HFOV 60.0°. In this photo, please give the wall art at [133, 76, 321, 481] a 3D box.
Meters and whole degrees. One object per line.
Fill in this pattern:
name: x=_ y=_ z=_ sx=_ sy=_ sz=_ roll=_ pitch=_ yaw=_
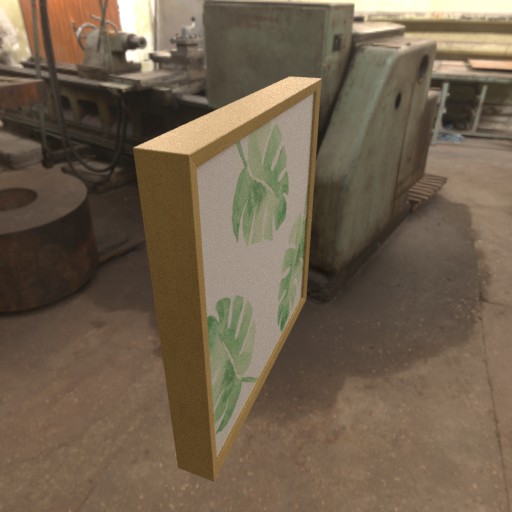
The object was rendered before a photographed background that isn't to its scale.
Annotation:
wall art: x=0.000 y=0.000 z=0.457 sx=0.038 sy=0.305 sz=0.305 roll=11 pitch=32 yaw=19
